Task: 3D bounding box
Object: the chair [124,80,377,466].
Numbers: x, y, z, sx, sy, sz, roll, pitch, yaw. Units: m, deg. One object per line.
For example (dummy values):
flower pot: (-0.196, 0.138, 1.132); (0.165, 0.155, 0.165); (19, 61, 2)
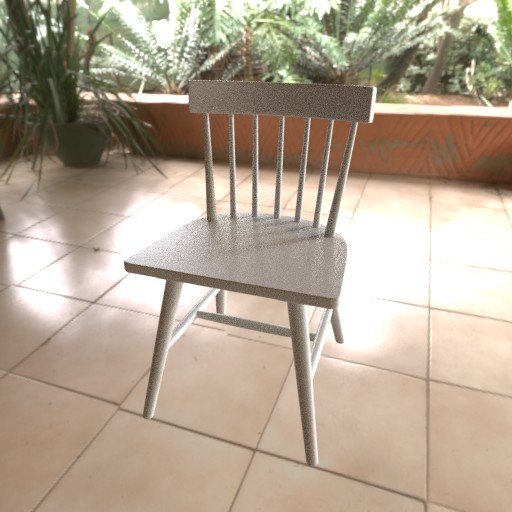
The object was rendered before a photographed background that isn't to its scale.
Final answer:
chair: (0.000, 0.000, 1.119); (0.483, 0.787, 0.500); (9, 28, 17)
